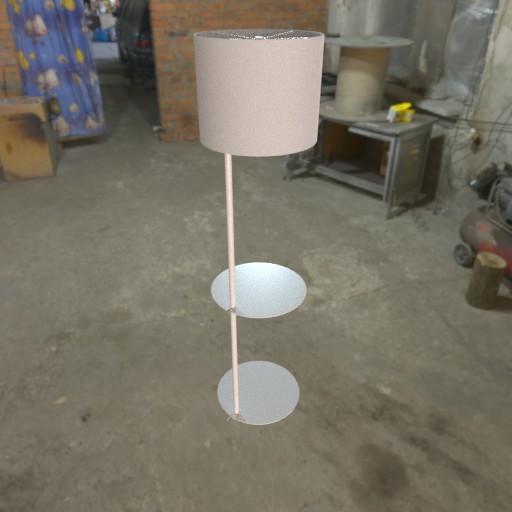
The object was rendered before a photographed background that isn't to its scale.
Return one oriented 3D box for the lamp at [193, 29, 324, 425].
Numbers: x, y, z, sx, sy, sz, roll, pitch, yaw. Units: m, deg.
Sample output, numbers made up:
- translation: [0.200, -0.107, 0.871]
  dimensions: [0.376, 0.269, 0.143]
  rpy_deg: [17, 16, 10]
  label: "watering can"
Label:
- translation: [0.000, 0.000, 1.631]
  dimensions: [0.372, 1.465, 0.405]
  rpy_deg: [21, 37, 31]
  label: "lamp"
